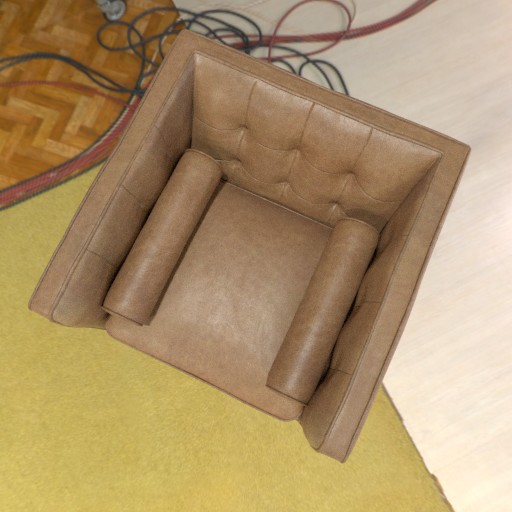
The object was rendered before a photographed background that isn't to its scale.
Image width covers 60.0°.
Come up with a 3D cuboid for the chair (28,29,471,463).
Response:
[{"bbox_3d":[0.000,0.000,1.534,0.920,0.797,0.912,24,79,5],"label":"chair"}]
